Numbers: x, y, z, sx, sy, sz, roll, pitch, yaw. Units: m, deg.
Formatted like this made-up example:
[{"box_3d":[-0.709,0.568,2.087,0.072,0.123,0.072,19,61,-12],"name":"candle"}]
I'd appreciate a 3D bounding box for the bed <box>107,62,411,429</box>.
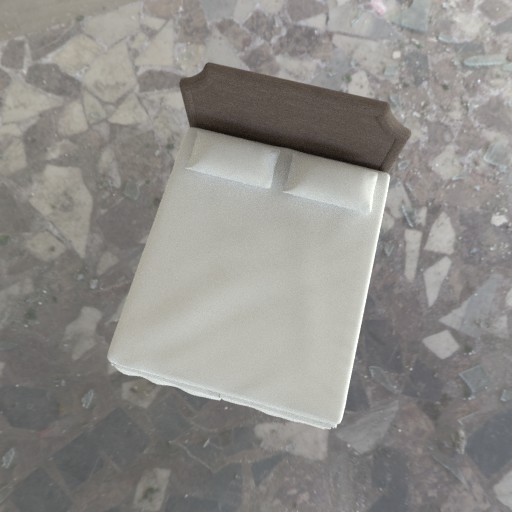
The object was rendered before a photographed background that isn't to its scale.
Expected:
[{"box_3d":[0.000,0.000,4.194,2.350,1.590,2.773,14,74,4],"name":"bed"}]
